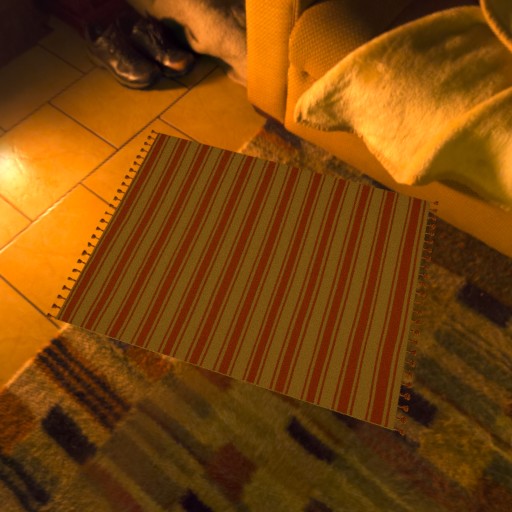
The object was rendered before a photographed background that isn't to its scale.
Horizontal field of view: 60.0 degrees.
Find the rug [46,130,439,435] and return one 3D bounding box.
[{"bbox_3d":[0.000,0.000,4.455,3.369,0.035,2.451,16,64,8],"label":"rug"}]
